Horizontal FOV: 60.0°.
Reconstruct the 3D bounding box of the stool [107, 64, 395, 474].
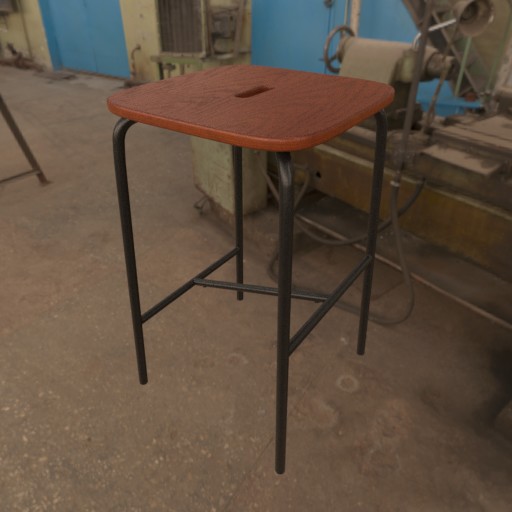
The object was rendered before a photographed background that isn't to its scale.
[{"bbox_3d":[0.000,0.000,0.853,0.376,0.610,0.376,21,39,29],"label":"stool"}]
